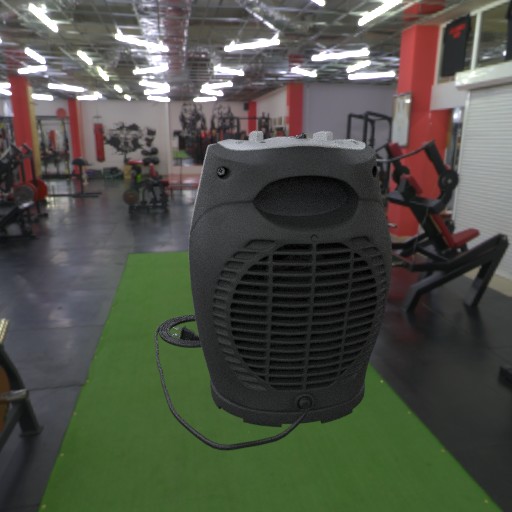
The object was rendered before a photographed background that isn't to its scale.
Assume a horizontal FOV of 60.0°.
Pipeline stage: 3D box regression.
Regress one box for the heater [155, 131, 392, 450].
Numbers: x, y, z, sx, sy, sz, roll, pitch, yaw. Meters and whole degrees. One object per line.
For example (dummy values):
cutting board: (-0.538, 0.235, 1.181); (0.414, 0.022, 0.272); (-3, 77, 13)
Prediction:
heater: (0.000, 0.000, 0.474); (0.239, 0.255, 0.291); (-2, 15, -8)
